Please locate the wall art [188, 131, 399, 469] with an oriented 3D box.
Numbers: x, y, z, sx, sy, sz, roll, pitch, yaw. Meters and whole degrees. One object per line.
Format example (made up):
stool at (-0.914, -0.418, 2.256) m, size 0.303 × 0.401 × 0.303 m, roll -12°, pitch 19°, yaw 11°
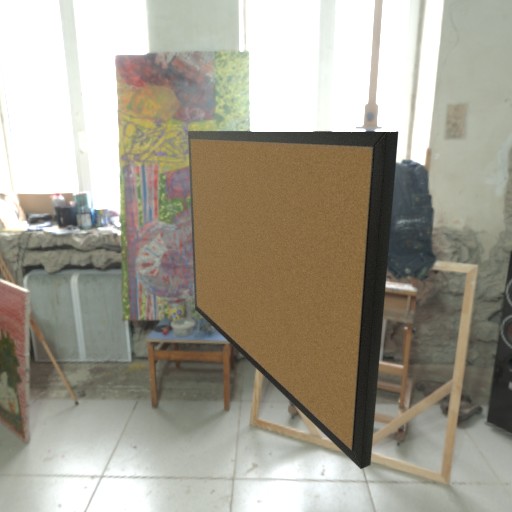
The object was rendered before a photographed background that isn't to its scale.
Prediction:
wall art at (0.000, 0.000, 0.565) m, size 0.013 × 0.306 × 0.440 m, roll -8°, pitch 18°, yaw -27°
